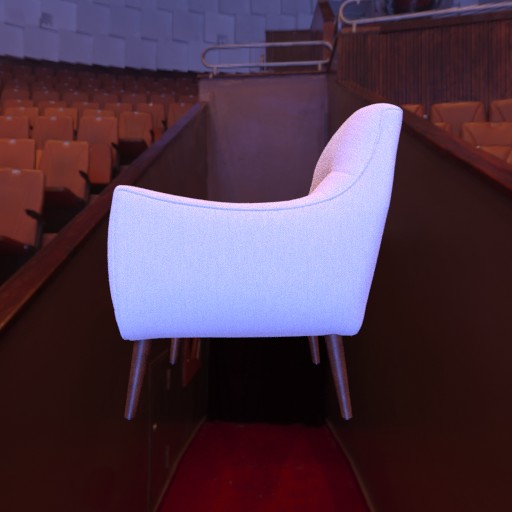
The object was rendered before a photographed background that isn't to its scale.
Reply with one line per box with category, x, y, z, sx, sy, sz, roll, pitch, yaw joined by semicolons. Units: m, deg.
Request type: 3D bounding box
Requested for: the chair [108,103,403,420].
chair;0.000;0.000;1.435;0.787;0.838;0.762;0;0;0
